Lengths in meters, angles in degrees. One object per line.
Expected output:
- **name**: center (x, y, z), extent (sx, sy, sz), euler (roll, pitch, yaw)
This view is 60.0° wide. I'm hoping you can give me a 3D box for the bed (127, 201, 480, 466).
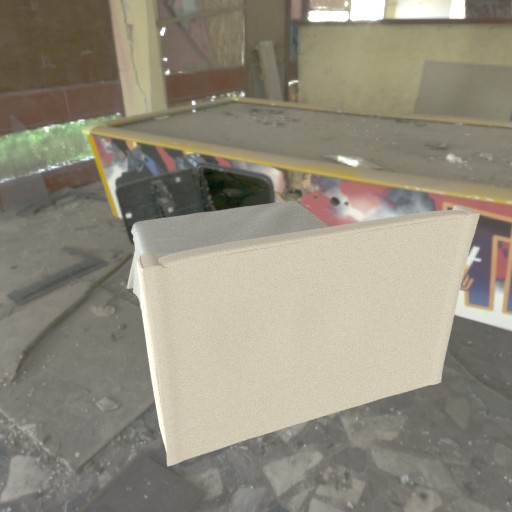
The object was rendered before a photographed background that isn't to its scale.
- **bed**: center (0.000, 0.000, 3.453), extent (1.925, 1.332, 2.276), euler (-10, 29, -18)
